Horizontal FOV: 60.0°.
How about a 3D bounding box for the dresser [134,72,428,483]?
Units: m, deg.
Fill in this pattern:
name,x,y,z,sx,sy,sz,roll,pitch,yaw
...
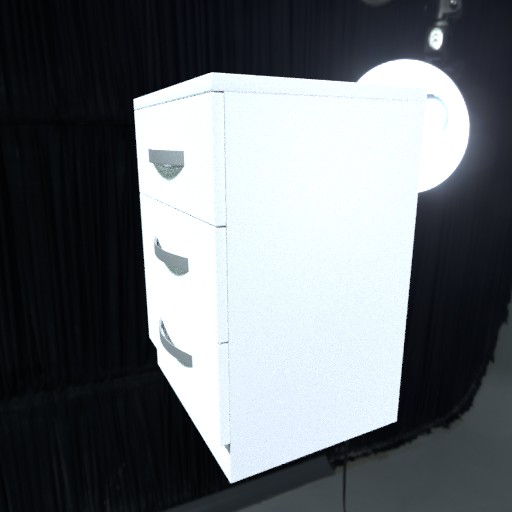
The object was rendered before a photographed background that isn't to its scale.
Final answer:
name,x,y,z,sx,sy,sz,roll,pitch,yaw
dresser,0.000,0.000,0.812,0.360,0.560,0.400,-7,17,-26
